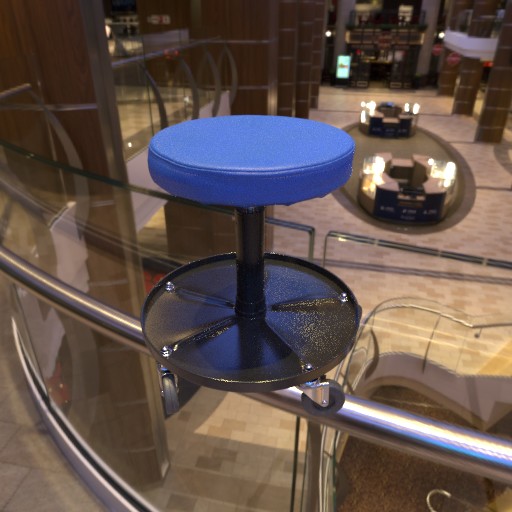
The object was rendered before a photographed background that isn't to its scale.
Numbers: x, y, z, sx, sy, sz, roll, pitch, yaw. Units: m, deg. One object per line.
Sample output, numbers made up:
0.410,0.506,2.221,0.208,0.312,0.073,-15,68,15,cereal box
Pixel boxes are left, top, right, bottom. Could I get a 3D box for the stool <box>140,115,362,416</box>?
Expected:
0.000,0.000,0.674,0.382,0.365,0.381,-19,34,-29,stool
